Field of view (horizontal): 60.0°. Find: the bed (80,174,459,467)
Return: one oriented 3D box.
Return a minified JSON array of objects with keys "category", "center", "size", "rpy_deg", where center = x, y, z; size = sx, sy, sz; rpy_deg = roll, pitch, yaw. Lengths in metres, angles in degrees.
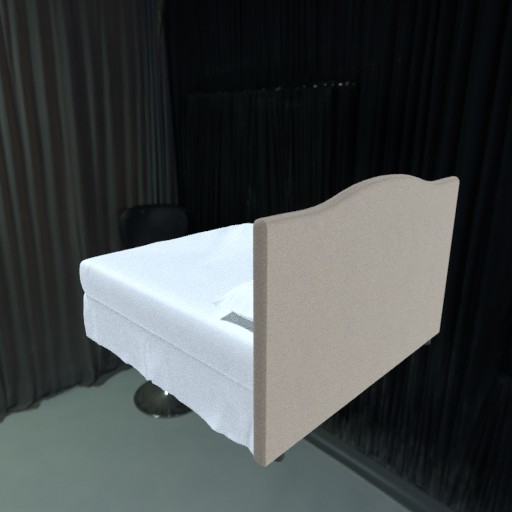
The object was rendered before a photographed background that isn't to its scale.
[{"category":"bed","center":[0.000,0.000,3.456],"size":[2.182,1.421,2.083],"rpy_deg":[16,23,42]}]
